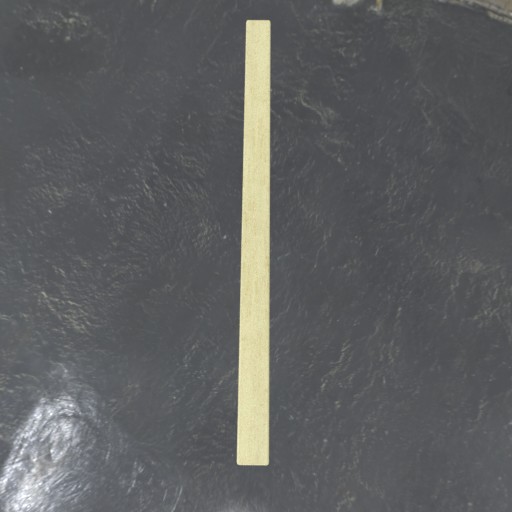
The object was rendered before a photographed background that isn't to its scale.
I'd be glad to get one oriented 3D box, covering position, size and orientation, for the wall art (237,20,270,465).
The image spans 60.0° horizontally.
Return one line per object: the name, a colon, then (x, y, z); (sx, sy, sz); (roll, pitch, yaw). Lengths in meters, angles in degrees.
wall art: (0.000, 0.000, 0.690); (0.032, 0.381, 0.533); (1, 74, 0)
